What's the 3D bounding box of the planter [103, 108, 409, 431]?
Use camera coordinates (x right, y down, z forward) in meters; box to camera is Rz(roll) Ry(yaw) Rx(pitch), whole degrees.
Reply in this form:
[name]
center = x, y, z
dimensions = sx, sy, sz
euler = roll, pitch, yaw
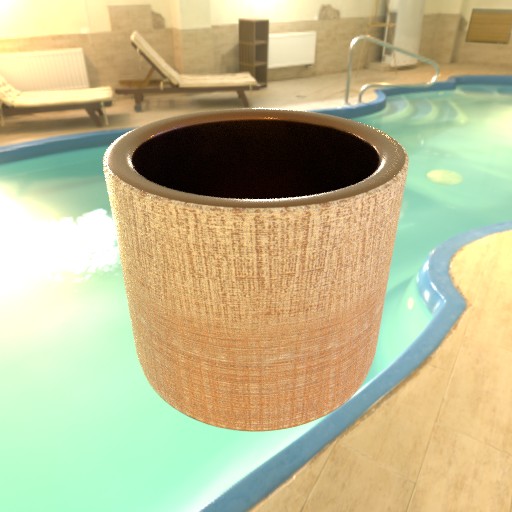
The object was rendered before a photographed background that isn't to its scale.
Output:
[planter]
center = 0.000, 0.000, 0.186
dimensions = 0.109, 0.096, 0.109
euler = 0, 32, 0
